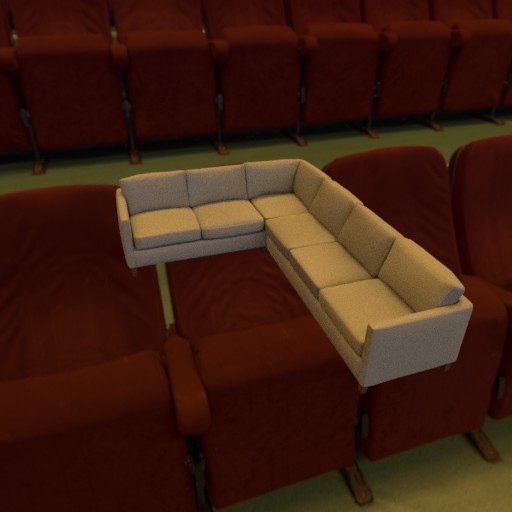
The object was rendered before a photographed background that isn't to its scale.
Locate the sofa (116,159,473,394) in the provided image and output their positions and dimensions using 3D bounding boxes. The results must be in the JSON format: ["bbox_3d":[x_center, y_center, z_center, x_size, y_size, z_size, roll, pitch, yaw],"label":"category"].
[{"bbox_3d":[0.000,0.000,4.548,2.592,0.947,3.301,-10,32,-15],"label":"sofa"}]
